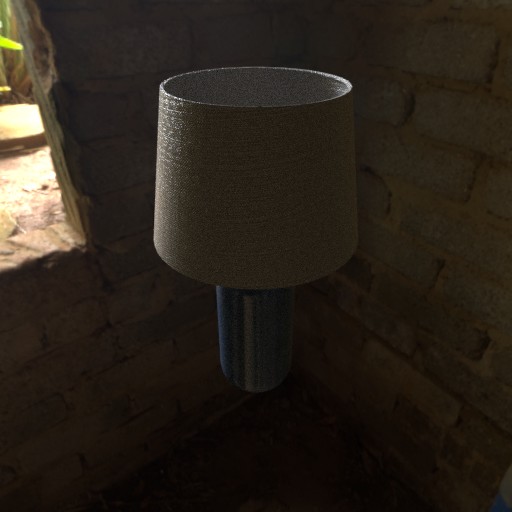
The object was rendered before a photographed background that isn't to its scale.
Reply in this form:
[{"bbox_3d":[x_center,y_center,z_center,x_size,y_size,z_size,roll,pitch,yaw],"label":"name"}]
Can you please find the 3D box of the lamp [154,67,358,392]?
[{"bbox_3d":[0.000,0.000,0.579,0.253,0.428,0.253,0,32,0],"label":"lamp"}]
